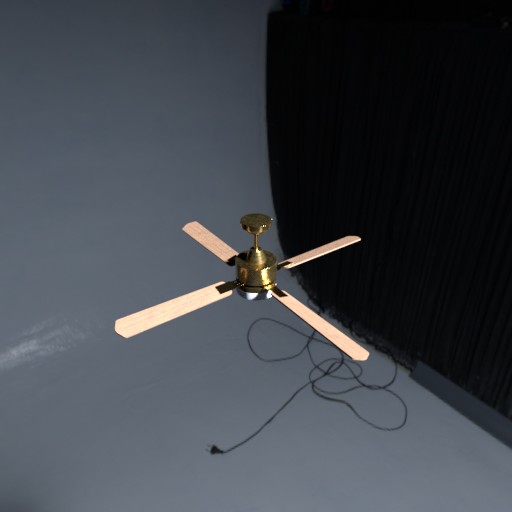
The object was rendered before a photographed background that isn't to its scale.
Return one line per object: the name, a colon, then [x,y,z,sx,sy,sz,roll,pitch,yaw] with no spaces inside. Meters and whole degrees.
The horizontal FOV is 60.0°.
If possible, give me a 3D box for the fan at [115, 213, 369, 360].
fan: [0.000,0.000,1.970,1.320,0.355,1.320,-20,36,-30]
